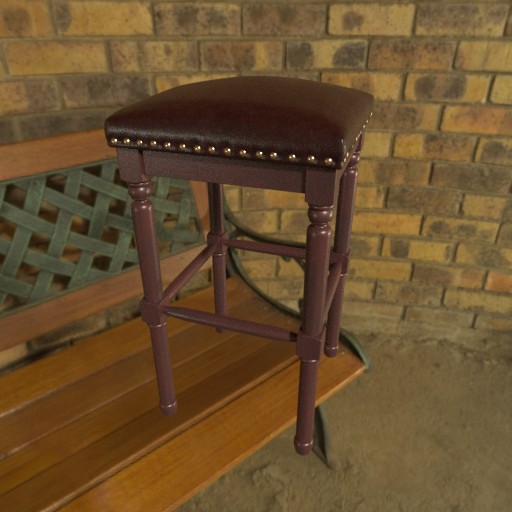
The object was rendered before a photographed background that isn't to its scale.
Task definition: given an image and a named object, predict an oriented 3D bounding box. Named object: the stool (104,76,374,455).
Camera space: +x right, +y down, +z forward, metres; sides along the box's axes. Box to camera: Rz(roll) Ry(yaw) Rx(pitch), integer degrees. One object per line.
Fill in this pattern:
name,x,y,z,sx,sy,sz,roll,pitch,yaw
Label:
stool,0.000,0.000,0.936,0.383,0.702,0.382,9,30,17
